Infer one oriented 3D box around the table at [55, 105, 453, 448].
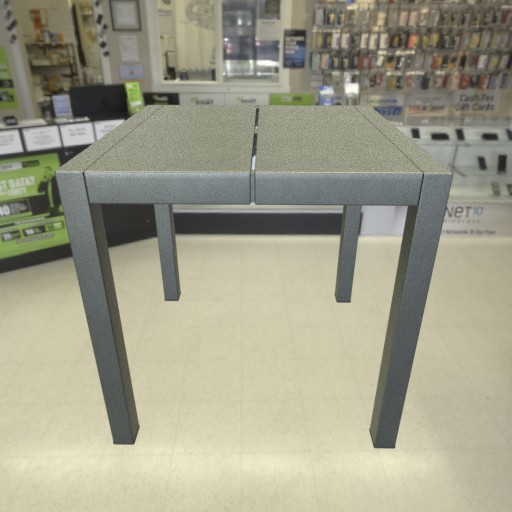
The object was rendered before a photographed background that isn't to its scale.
[{"bbox_3d":[0.000,0.000,0.902,0.508,0.508,0.508,0,28,1],"label":"table"}]
